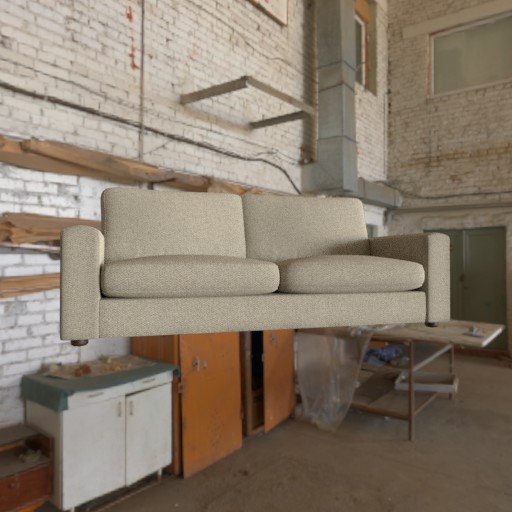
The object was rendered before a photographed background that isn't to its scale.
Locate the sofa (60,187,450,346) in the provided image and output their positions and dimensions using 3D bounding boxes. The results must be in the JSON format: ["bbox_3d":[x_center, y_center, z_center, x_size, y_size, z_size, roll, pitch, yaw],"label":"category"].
[{"bbox_3d":[0.000,0.000,2.803,2.179,0.873,1.016,0,0,-17],"label":"sofa"}]
